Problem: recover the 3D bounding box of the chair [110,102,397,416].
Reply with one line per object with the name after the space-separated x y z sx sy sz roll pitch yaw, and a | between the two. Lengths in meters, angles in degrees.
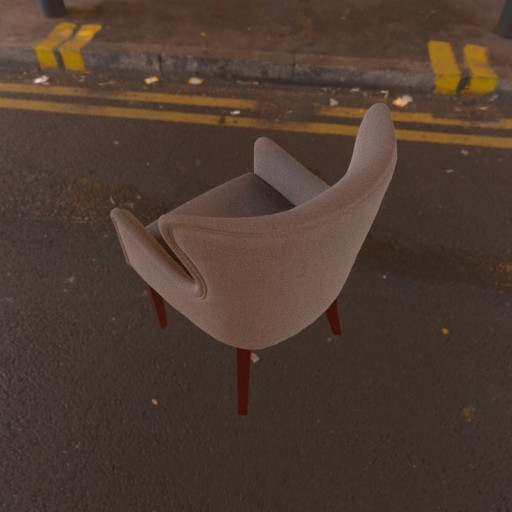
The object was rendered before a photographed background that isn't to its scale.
0.000 0.000 1.465 0.732 0.948 0.677 -33 55 -27 | chair
